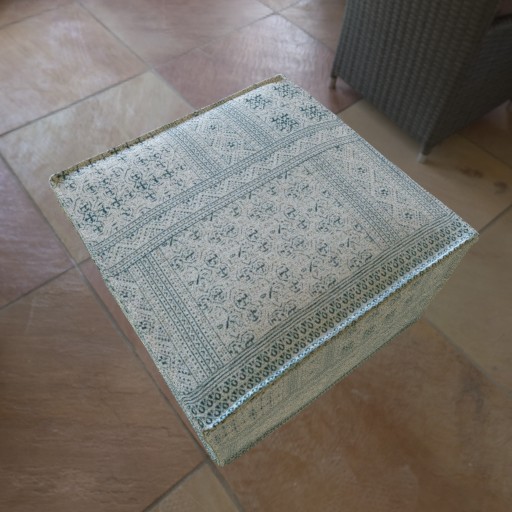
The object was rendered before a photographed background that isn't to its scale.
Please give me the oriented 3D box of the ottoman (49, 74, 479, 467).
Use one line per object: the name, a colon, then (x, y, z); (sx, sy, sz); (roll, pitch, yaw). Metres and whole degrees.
ottoman: (0.000, 0.000, 1.018); (0.626, 0.439, 0.617); (-31, 62, -18)
